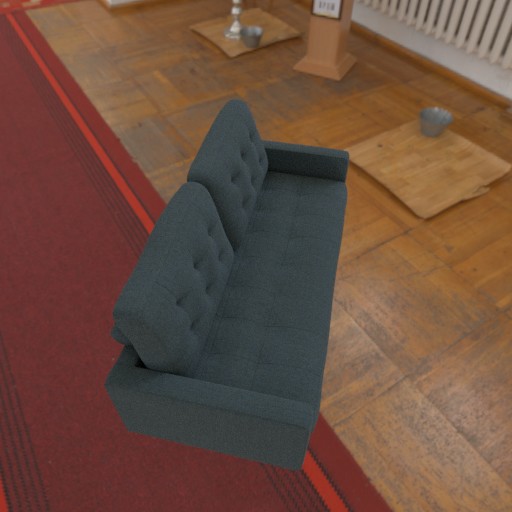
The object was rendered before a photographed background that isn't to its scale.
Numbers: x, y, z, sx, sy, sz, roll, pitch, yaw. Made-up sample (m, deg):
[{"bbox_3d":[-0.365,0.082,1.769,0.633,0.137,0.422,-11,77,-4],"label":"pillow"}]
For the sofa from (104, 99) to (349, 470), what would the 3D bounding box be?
[{"bbox_3d":[0.000,0.000,2.585,0.966,1.050,2.010,9,47,9],"label":"sofa"}]
